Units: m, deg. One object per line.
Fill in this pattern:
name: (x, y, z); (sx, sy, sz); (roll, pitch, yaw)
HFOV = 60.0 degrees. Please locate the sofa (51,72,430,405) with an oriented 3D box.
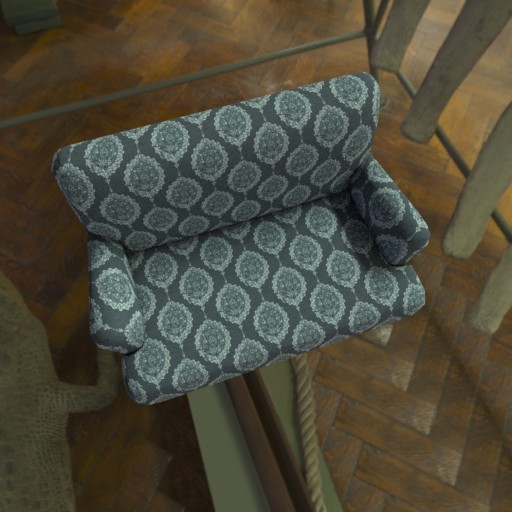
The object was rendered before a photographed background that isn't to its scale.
sofa: (0.000, 0.000, 1.754); (1.297, 0.867, 0.779); (-17, 65, -8)
